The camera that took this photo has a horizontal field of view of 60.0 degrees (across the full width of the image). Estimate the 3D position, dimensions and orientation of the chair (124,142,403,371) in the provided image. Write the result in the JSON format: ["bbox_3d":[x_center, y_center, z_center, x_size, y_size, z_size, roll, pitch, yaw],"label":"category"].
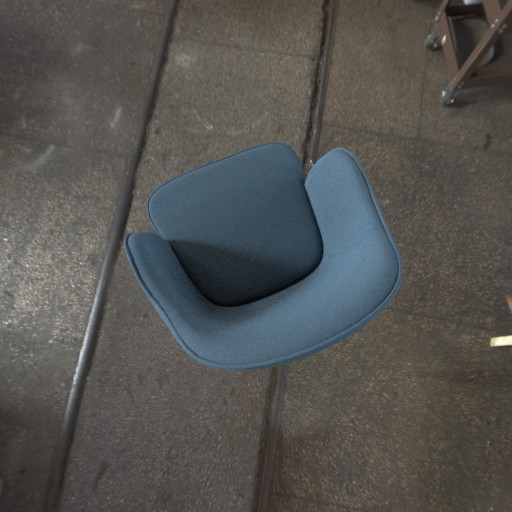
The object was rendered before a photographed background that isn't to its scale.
[{"bbox_3d":[0.000,0.000,1.205,0.570,0.815,0.585,-23,77,-6],"label":"chair"}]
